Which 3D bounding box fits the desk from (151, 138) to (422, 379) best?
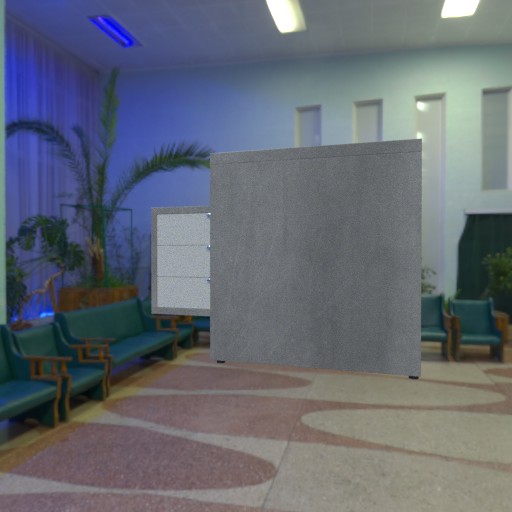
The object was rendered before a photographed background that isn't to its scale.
[{"bbox_3d":[0.000,0.000,2.247,1.500,0.740,1.400,0,1,17],"label":"desk"}]
